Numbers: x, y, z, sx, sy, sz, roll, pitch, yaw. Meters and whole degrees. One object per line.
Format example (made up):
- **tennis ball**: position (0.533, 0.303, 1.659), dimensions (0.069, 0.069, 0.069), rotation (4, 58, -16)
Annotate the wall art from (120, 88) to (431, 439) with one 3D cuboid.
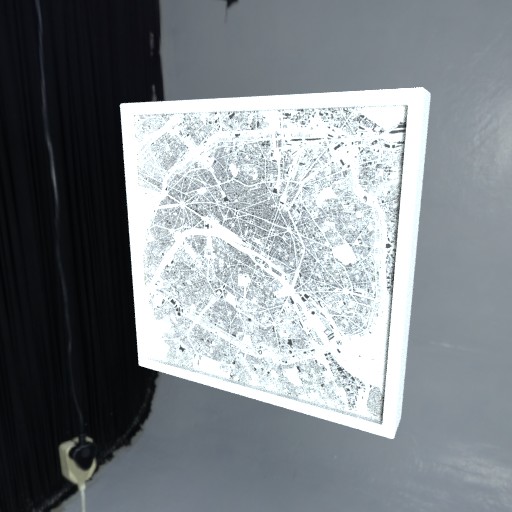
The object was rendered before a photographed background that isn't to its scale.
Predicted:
- **wall art**: position (0.000, 0.000, 0.454), dimensions (0.305, 0.305, 0.038), rotation (7, 16, 26)
